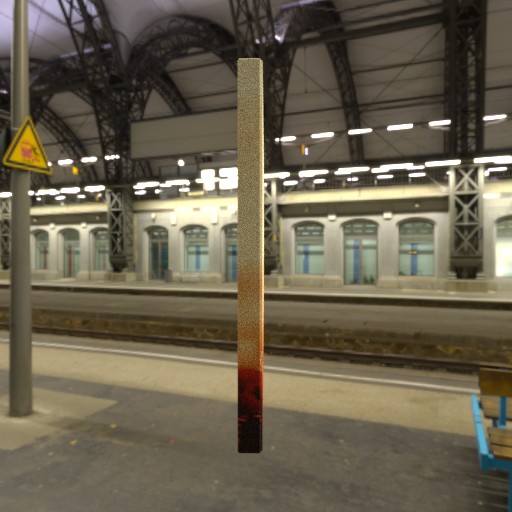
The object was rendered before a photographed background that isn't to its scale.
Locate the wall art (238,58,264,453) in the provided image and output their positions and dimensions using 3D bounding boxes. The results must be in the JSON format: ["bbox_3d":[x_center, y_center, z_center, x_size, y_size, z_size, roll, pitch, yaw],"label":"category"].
[{"bbox_3d":[0.000,0.000,1.133,0.038,0.602,0.918,0,0,1],"label":"wall art"}]
